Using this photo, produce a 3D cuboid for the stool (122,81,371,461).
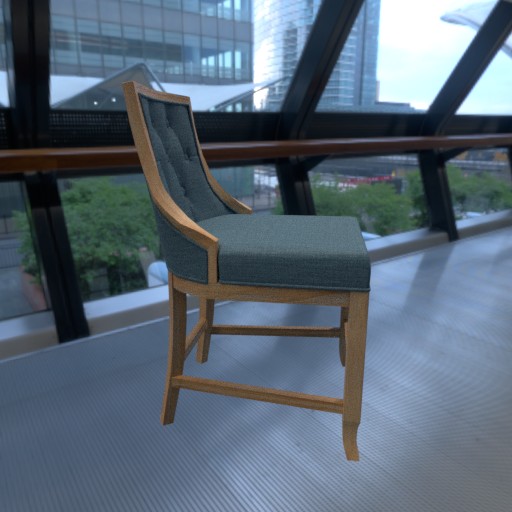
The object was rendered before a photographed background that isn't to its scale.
[{"bbox_3d":[0.000,0.000,1.318,0.626,0.938,0.524,2,15,9],"label":"stool"}]
